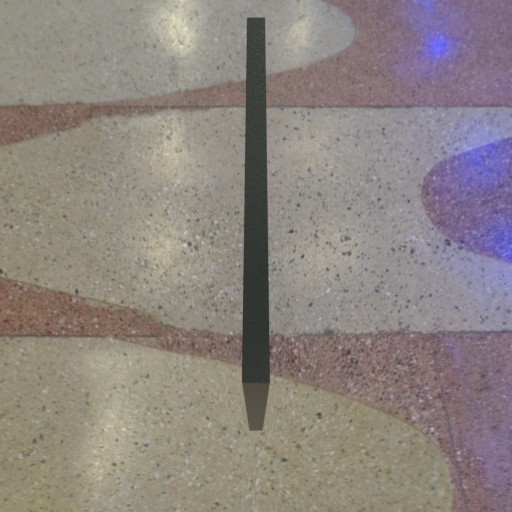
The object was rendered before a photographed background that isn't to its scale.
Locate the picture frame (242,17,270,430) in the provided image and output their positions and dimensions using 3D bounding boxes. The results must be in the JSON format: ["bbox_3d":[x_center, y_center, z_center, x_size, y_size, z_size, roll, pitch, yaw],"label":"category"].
[{"bbox_3d":[0.000,0.000,0.821,0.029,0.557,0.559,0,64,0],"label":"picture frame"}]
